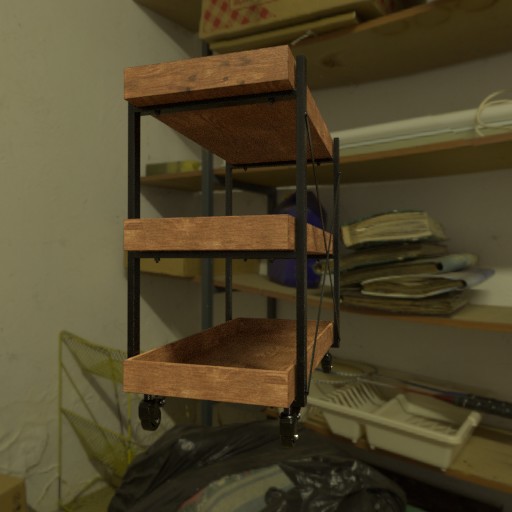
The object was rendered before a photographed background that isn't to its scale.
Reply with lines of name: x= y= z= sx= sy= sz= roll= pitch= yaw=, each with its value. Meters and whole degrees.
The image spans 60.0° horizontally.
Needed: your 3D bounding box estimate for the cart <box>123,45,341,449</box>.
cart: x=0.000 y=0.000 z=1.252 sx=0.411 sy=0.800 sz=0.750 roll=0 pitch=-1 yaw=17
